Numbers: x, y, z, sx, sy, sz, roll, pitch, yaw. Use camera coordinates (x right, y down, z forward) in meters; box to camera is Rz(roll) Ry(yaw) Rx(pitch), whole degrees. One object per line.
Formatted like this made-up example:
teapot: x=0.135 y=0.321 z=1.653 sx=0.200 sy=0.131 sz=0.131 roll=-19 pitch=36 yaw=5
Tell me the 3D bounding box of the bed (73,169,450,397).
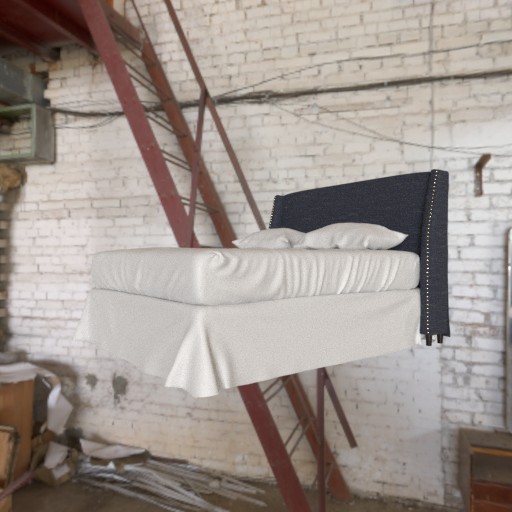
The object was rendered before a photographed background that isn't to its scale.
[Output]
bed: x=0.000 y=0.000 z=3.424 sx=2.276 sy=1.332 sz=1.925 roll=0 pitch=0 yaw=-38
